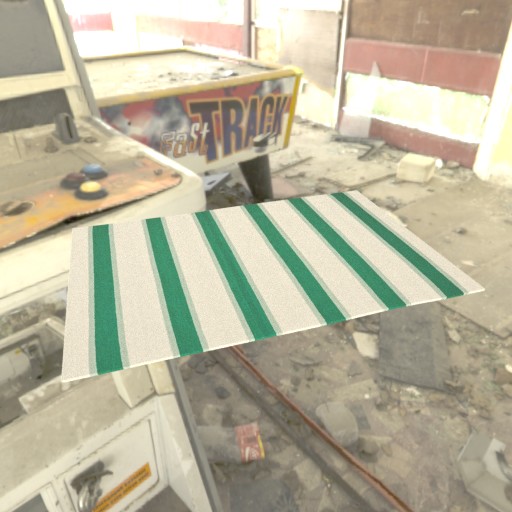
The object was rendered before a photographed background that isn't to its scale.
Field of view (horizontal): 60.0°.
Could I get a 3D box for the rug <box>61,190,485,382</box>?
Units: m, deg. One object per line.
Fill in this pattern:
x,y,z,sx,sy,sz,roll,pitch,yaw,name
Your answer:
0.000,0.000,2.293,1.829,0.012,1.210,-9,33,-15,rug
